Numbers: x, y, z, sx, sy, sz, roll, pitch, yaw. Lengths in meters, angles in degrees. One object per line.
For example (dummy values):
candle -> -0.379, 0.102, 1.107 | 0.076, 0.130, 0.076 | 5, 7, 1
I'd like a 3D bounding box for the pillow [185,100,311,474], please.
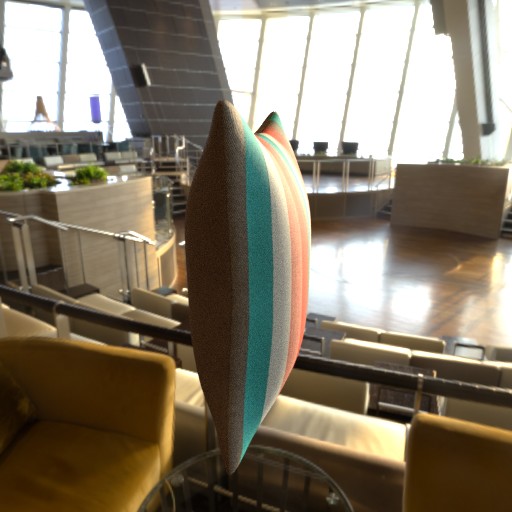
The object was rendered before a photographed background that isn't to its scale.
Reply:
pillow -> 0.000, 0.000, 0.693 | 0.168, 0.443, 0.453 | 3, 17, 8
